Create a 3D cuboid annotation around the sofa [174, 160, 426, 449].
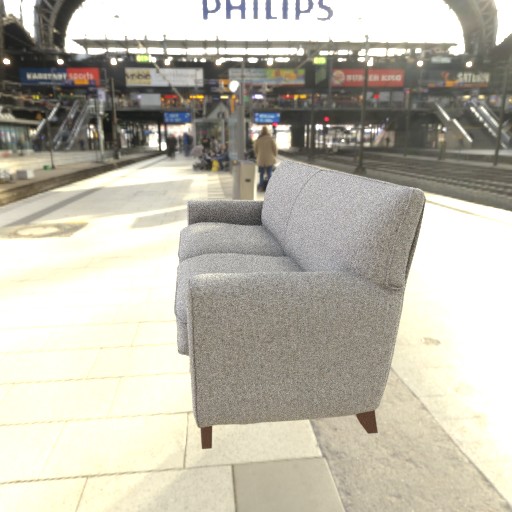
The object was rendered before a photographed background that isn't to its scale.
[{"bbox_3d":[0.000,0.000,2.441,0.854,0.942,2.026,-2,15,-8],"label":"sofa"}]
